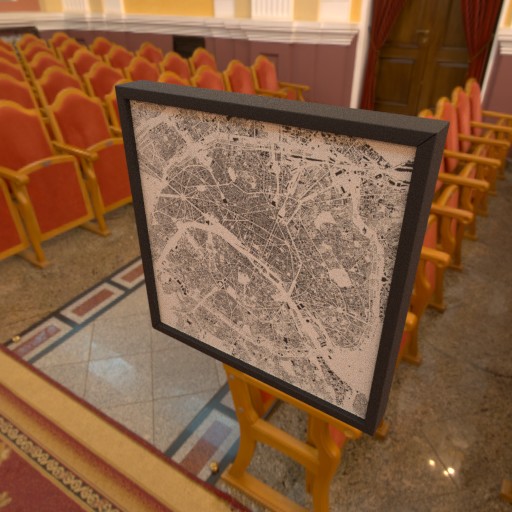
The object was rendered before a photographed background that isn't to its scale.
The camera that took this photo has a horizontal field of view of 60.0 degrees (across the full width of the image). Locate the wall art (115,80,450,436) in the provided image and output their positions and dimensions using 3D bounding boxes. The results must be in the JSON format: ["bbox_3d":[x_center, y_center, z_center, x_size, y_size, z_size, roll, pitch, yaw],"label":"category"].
[{"bbox_3d":[0.000,0.000,0.450,0.305,0.305,0.037,19,36,28],"label":"wall art"}]
